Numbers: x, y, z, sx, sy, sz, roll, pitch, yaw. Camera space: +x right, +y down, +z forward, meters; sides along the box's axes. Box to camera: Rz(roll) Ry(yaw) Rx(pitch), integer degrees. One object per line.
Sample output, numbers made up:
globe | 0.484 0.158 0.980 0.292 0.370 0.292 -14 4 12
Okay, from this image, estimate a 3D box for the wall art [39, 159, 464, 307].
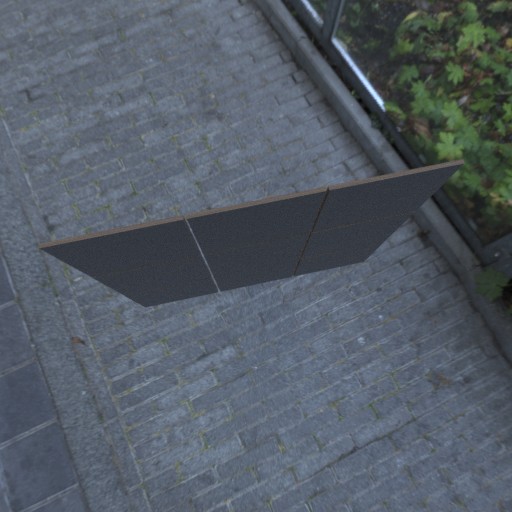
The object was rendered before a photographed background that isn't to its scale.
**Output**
wall art | 0.000 0.000 1.827 1.216 1.216 0.013 -12 76 -3
